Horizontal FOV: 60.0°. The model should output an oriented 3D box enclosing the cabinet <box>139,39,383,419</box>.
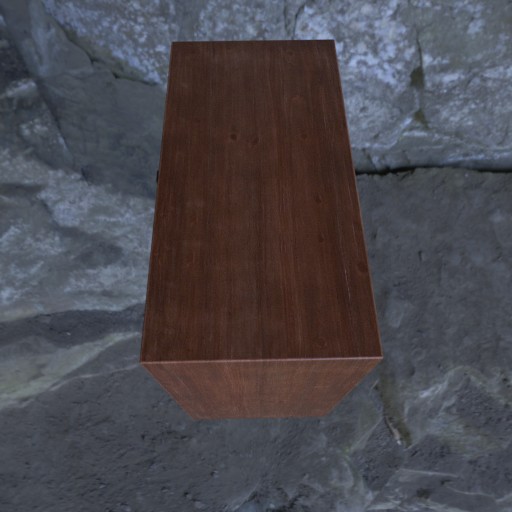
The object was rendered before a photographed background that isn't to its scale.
[{"bbox_3d":[0.000,0.000,1.260,0.412,0.785,0.796,-1,63,-1],"label":"cabinet"}]
